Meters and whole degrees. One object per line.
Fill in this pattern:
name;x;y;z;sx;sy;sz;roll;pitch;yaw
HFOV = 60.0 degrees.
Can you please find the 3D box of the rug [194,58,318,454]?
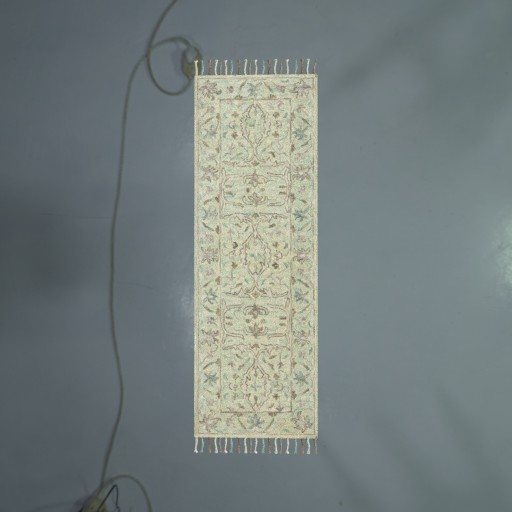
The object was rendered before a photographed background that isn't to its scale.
rug;0.000;0.000;2.744;0.769;0.013;2.440;0;90;2
